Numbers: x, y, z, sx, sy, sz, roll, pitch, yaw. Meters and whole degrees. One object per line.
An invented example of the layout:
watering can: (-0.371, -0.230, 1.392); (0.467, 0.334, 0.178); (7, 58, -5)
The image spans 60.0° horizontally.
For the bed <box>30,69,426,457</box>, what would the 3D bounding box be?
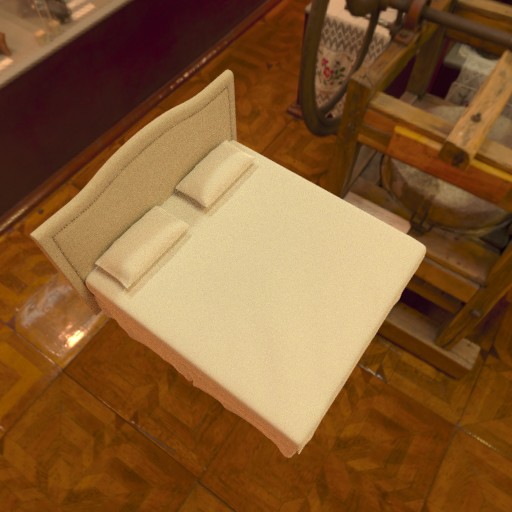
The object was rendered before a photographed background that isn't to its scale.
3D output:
bed: (0.000, 0.000, 3.511); (2.182, 1.421, 2.083); (32, 65, 18)
